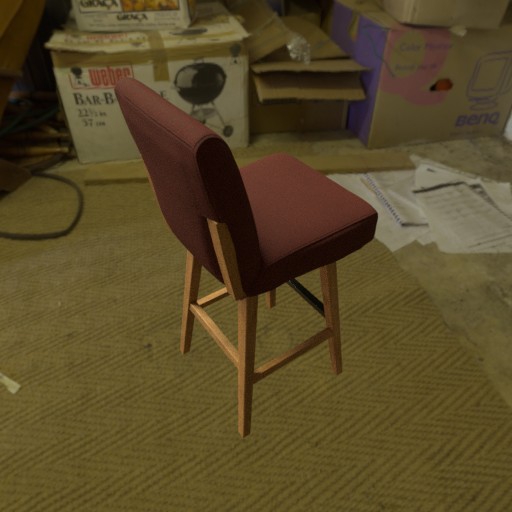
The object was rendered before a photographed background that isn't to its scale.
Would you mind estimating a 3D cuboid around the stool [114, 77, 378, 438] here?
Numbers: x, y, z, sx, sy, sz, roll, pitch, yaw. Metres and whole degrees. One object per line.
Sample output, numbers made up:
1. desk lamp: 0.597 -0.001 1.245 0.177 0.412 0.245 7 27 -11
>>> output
1. stool: 0.000 0.000 1.386 0.562 1.093 0.468 -24 46 -26
